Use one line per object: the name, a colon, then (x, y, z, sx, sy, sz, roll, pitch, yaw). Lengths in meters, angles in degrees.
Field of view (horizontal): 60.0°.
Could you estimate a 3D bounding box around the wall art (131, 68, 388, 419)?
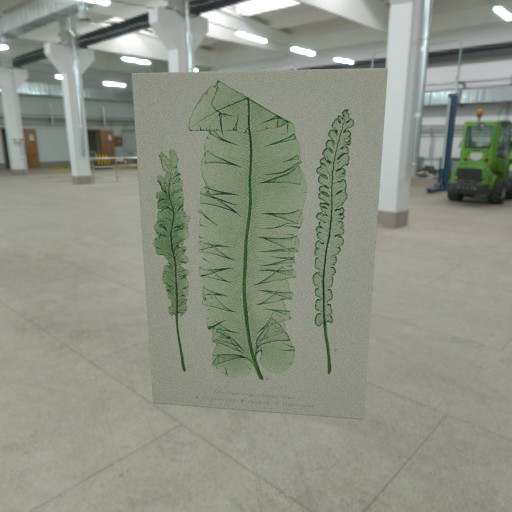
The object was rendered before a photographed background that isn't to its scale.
wall art: (0.000, 0.000, 1.180, 0.610, 0.914, 0.038, 2, 15, 7)
